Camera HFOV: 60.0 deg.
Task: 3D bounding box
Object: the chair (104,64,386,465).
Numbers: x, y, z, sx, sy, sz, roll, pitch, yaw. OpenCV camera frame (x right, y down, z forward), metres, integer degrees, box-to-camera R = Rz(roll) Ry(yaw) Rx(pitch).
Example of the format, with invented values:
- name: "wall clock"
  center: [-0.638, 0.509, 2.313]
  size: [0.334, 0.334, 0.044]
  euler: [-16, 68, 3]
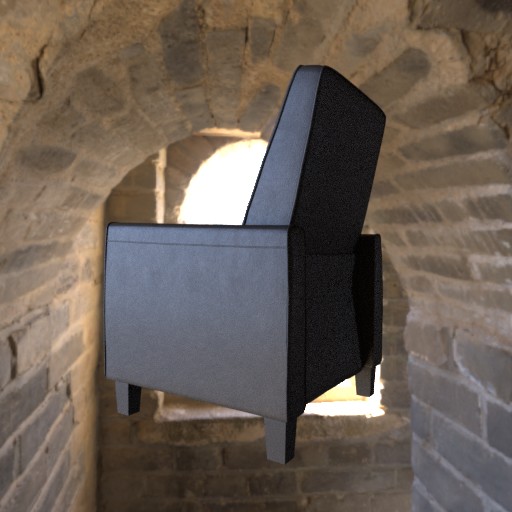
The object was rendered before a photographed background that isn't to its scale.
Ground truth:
- name: "chair"
  center: [0.000, 0.000, 1.516]
  size: [0.746, 1.013, 0.705]
  euler: [0, 0, 34]
